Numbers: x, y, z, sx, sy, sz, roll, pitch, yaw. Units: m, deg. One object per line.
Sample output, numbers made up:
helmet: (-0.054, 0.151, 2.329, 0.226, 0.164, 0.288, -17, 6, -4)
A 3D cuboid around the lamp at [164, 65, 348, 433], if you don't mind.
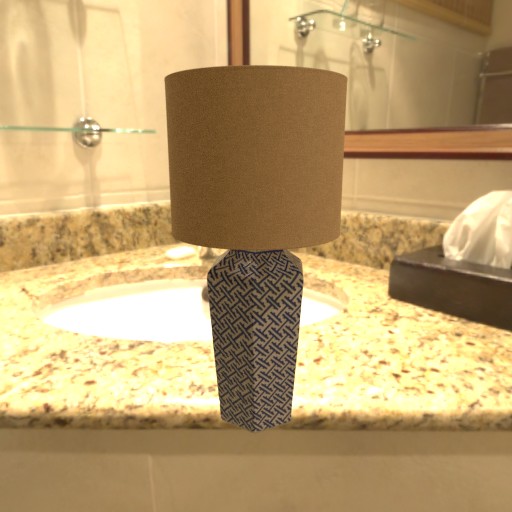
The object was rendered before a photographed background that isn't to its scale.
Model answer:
lamp: (0.000, 0.000, 0.866, 0.320, 0.682, 0.320, 2, 14, 8)
